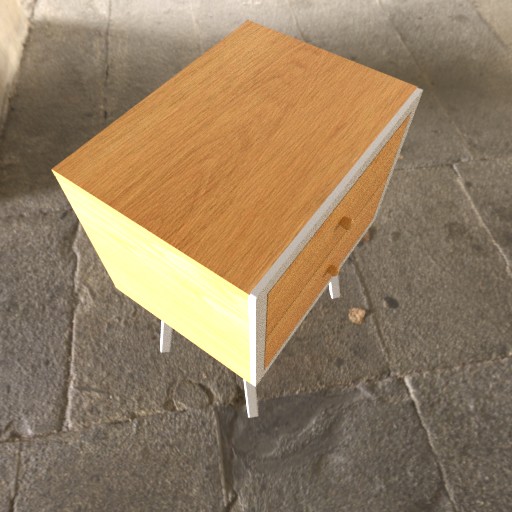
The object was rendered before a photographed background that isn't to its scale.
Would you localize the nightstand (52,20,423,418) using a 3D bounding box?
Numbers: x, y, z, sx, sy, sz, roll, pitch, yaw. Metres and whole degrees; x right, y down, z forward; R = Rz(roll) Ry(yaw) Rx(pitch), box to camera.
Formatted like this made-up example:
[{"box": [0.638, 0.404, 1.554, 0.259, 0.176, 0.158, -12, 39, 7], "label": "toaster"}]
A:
[{"box": [0.000, 0.000, 0.821, 0.316, 0.601, 0.400, 31, 62, 18], "label": "nightstand"}]
